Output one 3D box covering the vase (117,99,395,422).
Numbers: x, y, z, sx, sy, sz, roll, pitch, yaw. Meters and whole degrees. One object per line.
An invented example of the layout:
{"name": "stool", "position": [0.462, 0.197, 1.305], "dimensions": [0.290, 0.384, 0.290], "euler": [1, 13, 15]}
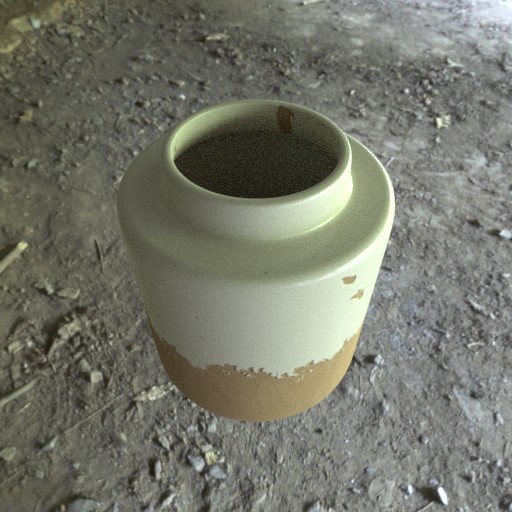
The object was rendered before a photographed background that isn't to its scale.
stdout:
{"name": "vase", "position": [0.000, 0.000, 0.288], "dimensions": [0.153, 0.167, 0.153], "euler": [0, 47, 0]}
